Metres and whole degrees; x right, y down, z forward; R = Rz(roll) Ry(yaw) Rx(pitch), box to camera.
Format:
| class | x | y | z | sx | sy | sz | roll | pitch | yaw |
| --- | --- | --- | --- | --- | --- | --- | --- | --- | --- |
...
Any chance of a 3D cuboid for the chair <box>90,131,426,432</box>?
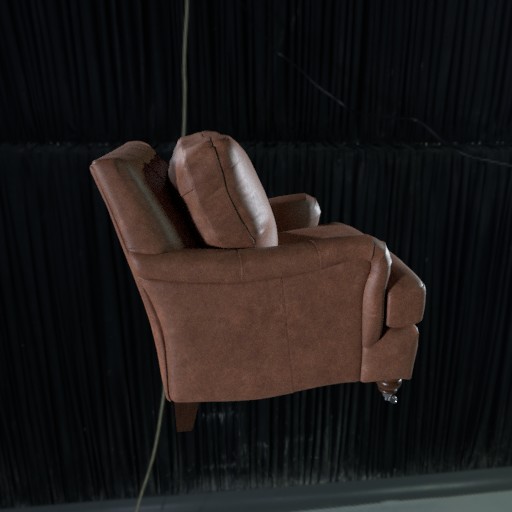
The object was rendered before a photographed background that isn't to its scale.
| class | x | y | z | sx | sy | sz | roll | pitch | yaw |
| --- | --- | --- | --- | --- | --- | --- | --- | --- | --- |
| chair | 0.000 | 0.000 | 1.950 | 1.158 | 1.055 | 0.986 | -3 | 18 | -9 |
